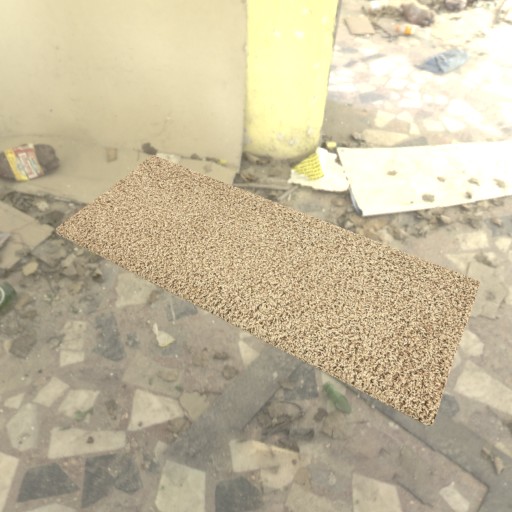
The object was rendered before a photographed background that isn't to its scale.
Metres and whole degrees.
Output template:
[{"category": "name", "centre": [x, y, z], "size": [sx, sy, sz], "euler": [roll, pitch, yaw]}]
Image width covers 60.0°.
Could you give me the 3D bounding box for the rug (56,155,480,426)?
[{"category": "rug", "centre": [0.000, 0.000, 1.690], "size": [1.524, 0.030, 0.609], "euler": [24, 52, 21]}]
